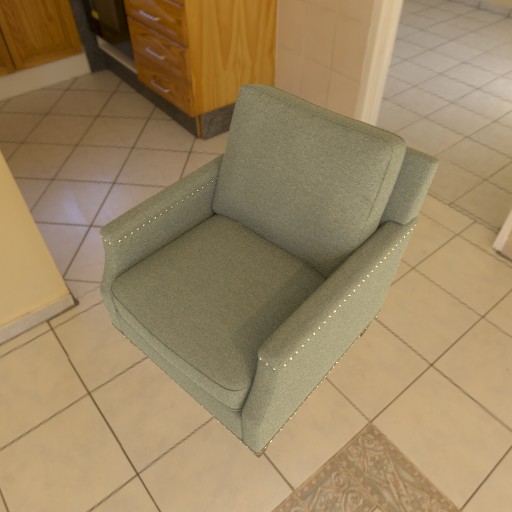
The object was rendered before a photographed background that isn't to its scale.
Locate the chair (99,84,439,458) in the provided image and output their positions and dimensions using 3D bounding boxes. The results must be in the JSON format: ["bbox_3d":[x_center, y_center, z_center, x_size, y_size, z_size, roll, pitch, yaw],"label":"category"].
[{"bbox_3d":[0.000,0.000,1.790,0.885,1.031,1.031,32,54,27],"label":"chair"}]
